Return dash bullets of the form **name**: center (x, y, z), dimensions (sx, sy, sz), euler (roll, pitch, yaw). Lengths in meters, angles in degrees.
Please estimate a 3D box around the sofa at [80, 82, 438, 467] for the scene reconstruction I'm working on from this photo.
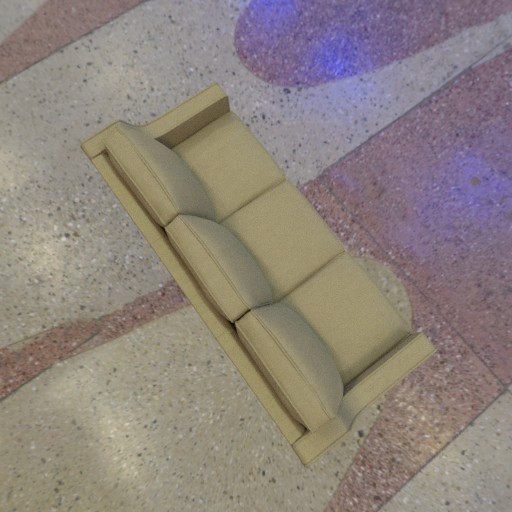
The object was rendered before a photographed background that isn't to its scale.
- **sofa**: center (0.000, 0.000, 2.567), dimensions (0.911, 0.974, 1.986), euler (-35, 78, -9)
